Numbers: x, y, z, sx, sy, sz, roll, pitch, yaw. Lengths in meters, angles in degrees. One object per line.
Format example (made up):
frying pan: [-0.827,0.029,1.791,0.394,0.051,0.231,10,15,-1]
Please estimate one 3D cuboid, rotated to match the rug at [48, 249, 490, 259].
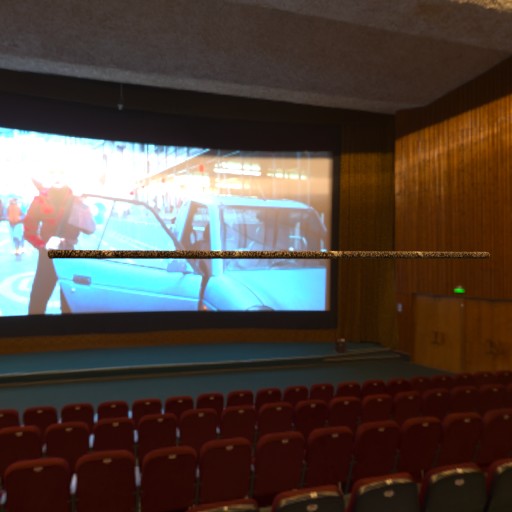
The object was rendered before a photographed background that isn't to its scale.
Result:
rug: [0.000,0.000,2.256,1.778,0.030,1.219,0,0,-17]
